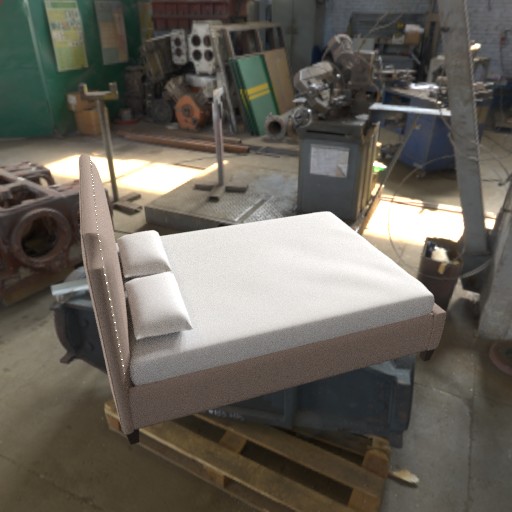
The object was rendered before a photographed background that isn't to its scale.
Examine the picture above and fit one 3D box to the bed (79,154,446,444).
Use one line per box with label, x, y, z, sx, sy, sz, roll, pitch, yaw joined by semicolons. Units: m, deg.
bed;0.000;0.000;3.437;2.372;1.443;1.713;-10;31;-17
